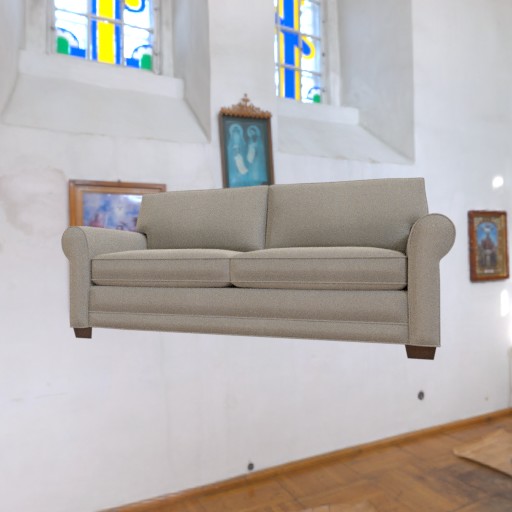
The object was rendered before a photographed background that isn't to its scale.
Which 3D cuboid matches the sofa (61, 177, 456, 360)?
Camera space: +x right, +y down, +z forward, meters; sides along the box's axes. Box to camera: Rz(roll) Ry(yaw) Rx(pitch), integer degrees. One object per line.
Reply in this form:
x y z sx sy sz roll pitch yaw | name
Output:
0.000 0.000 2.688 2.146 0.962 0.901 0 -1 18 | sofa
